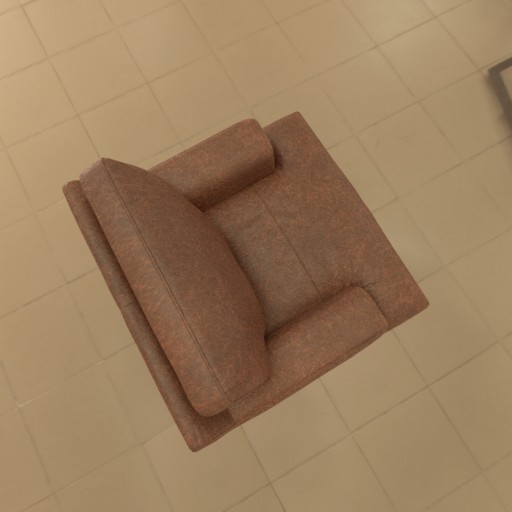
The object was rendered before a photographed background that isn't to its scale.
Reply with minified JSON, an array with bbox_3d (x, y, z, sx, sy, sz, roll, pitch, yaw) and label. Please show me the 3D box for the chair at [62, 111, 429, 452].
[{"bbox_3d":[0.000,0.000,1.939,1.143,0.939,1.168,-29,76,-8],"label":"chair"}]
